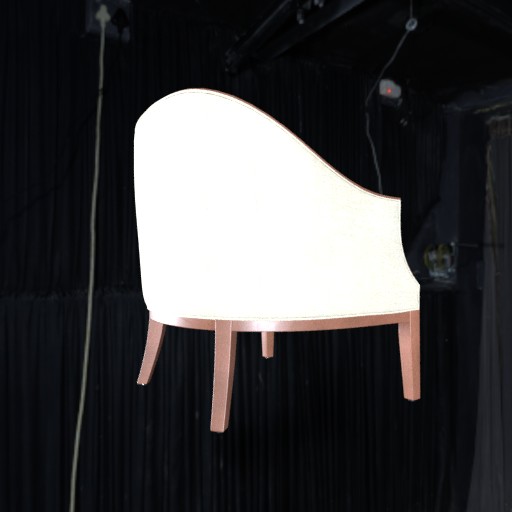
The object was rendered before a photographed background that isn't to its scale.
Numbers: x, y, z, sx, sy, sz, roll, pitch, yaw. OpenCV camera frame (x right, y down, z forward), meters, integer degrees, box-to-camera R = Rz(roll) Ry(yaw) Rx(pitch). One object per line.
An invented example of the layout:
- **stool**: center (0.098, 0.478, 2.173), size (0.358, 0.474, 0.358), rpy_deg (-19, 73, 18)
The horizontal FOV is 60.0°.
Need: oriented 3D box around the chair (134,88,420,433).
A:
- **chair**: center (0.000, 0.000, 1.471), size (0.735, 0.876, 0.803), rpy_deg (1, -1, -35)
